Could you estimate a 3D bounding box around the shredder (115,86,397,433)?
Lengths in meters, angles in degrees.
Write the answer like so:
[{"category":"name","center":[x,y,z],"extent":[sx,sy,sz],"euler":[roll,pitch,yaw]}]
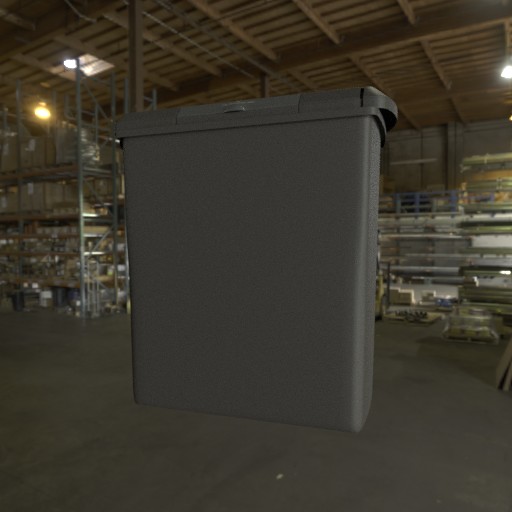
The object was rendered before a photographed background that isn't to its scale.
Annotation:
[{"category":"shredder","center":[0.000,0.000,0.528],"extent":[0.320,0.335,0.170],"euler":[0,1,19]}]
